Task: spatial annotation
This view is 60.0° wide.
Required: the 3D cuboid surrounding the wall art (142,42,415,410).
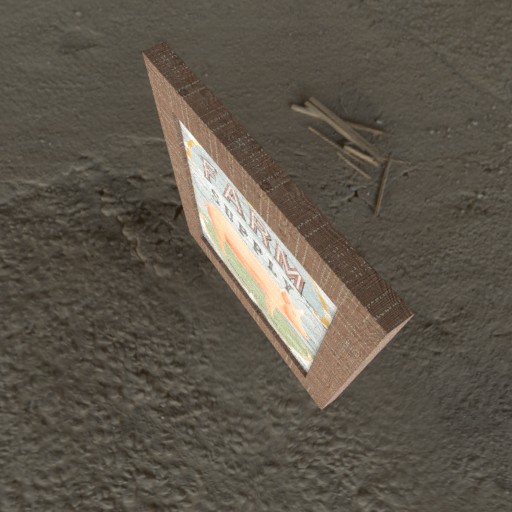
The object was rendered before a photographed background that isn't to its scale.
[{"bbox_3d":[0.000,0.000,0.802,0.040,0.531,0.531,-32,67,-15],"label":"wall art"}]
